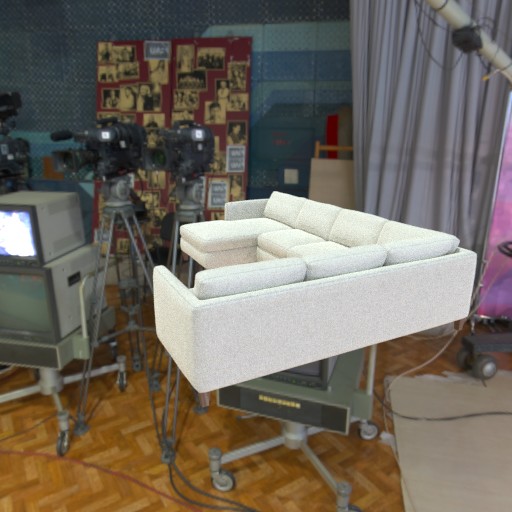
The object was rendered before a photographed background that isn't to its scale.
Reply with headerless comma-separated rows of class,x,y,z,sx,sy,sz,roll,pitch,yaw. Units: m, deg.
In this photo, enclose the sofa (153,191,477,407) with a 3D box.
sofa,0.000,0.000,4.564,2.551,0.853,3.238,-8,18,-26
